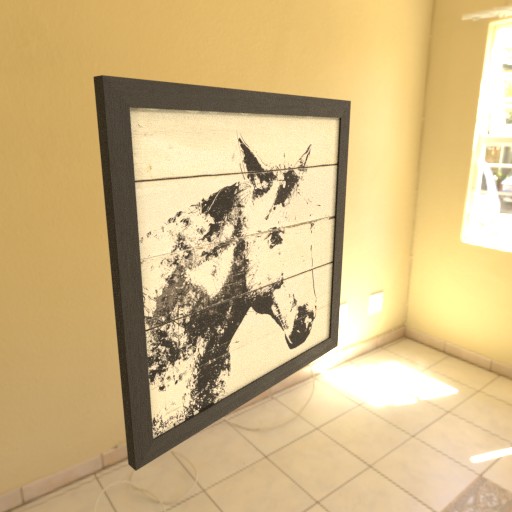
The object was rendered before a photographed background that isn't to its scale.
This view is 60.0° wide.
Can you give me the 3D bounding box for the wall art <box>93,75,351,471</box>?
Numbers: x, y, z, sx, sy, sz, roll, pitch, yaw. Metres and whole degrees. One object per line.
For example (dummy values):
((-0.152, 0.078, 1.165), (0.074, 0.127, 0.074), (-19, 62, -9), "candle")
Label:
((0.000, 0.000, 1.458), (0.038, 1.016, 1.016), (14, 20, 41), "wall art")
